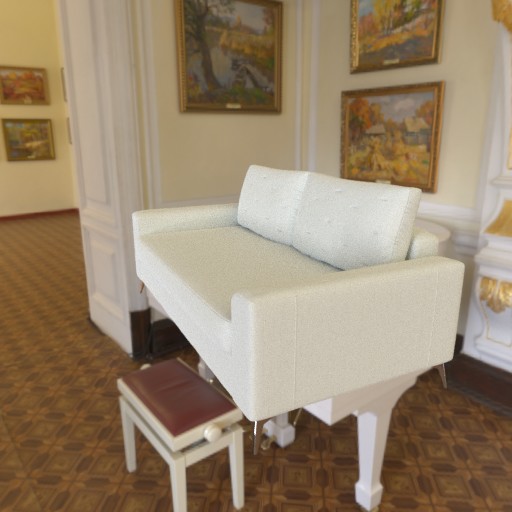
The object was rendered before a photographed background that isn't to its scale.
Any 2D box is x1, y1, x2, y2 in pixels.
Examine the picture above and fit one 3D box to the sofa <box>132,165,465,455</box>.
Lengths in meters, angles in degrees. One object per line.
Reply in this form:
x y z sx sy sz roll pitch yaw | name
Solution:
0.000 0.000 2.165 0.920 0.790 1.650 -8 17 -25 | sofa
